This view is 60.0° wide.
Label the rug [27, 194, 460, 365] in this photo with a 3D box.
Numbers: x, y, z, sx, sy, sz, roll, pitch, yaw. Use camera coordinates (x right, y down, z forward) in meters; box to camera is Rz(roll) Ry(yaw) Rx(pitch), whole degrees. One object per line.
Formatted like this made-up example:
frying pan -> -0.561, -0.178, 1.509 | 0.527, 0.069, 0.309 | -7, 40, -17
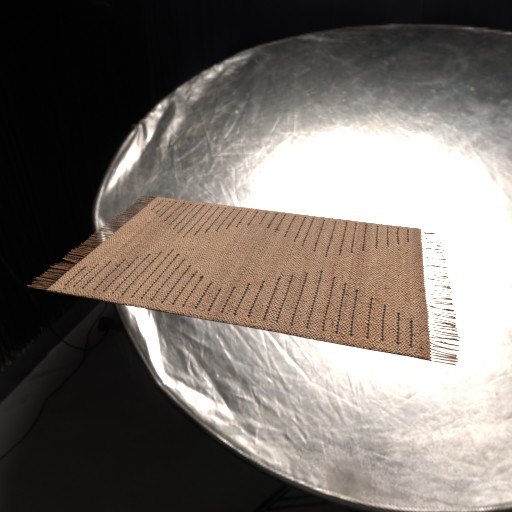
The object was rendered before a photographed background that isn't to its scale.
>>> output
rug -> 0.000, 0.000, 2.507 | 2.085, 0.027, 1.224 | 8, 32, 14
